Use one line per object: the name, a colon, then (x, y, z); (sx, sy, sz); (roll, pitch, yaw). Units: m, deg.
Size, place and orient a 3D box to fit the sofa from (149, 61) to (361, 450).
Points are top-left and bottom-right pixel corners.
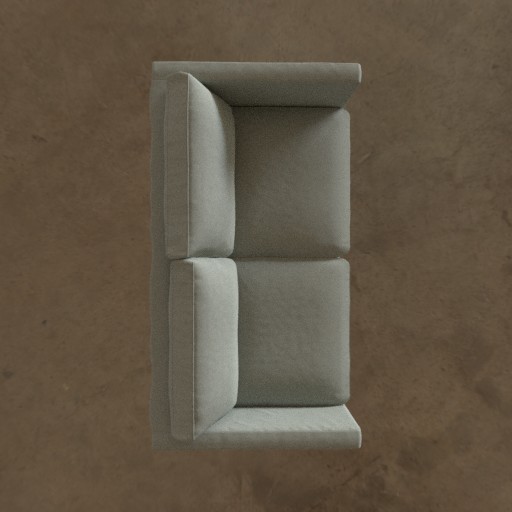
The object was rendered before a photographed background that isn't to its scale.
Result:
sofa: (0.000, 0.000, 2.216); (0.944, 0.830, 1.727); (0, 90, -1)
